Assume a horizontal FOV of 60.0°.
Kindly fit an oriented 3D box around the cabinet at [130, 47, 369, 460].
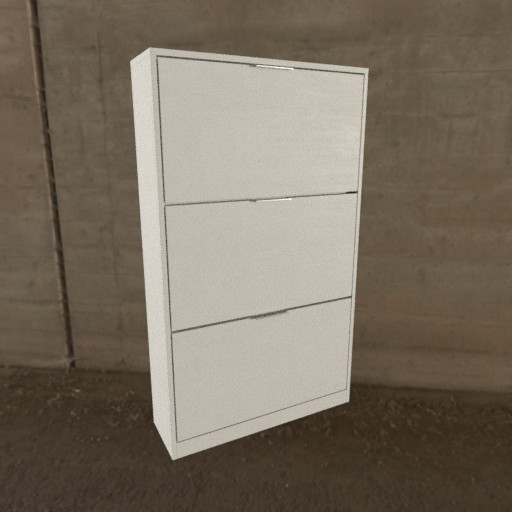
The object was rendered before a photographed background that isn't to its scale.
[{"bbox_3d":[0.000,0.000,1.595,0.750,1.280,0.250,-7,16,-27],"label":"cabinet"}]
